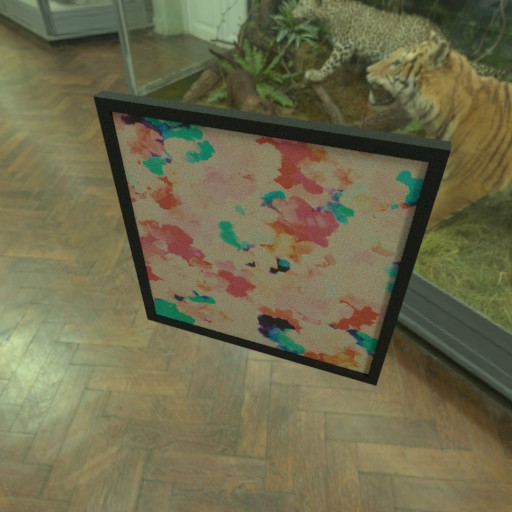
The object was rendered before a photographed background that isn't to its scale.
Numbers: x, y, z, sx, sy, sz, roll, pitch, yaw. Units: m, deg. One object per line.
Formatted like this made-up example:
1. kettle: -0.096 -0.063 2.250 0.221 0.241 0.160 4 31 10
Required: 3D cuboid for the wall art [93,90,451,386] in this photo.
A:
1. wall art: 0.000 0.000 0.466 0.306 0.304 0.015 13 43 15
